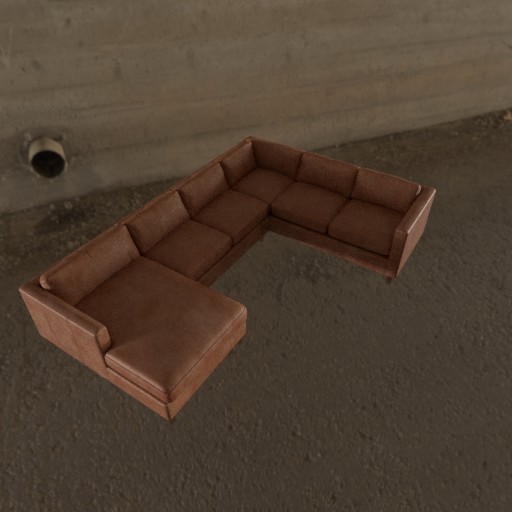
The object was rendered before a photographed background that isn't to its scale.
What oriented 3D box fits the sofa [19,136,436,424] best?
[{"bbox_3d":[0.000,0.000,4.377,2.430,0.832,3.401,23,45,25],"label":"sofa"}]
